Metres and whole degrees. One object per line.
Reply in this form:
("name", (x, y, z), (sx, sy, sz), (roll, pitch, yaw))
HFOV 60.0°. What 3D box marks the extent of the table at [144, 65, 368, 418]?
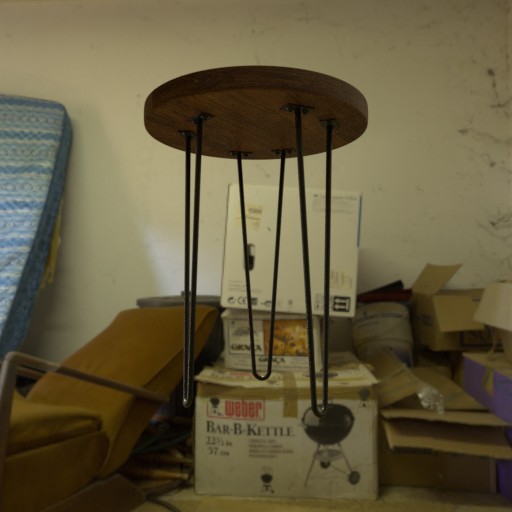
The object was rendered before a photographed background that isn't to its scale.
("table", (0.000, 0.000, 0.807), (0.400, 0.520, 0.400), (0, -2, 0))
